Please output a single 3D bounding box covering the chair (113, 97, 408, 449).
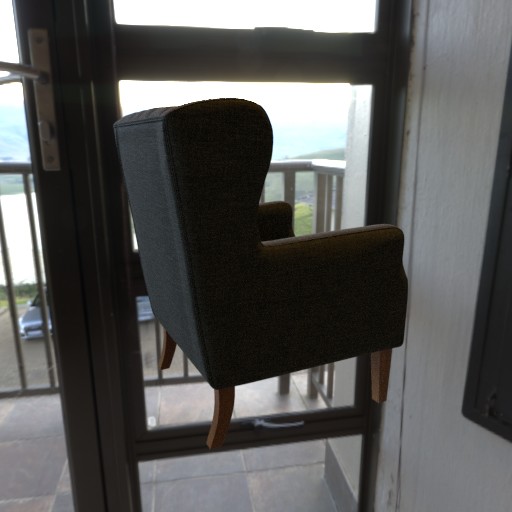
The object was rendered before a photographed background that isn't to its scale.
[{"bbox_3d":[0.000,0.000,1.507,0.775,0.953,0.711,-7,16,-27],"label":"chair"}]
